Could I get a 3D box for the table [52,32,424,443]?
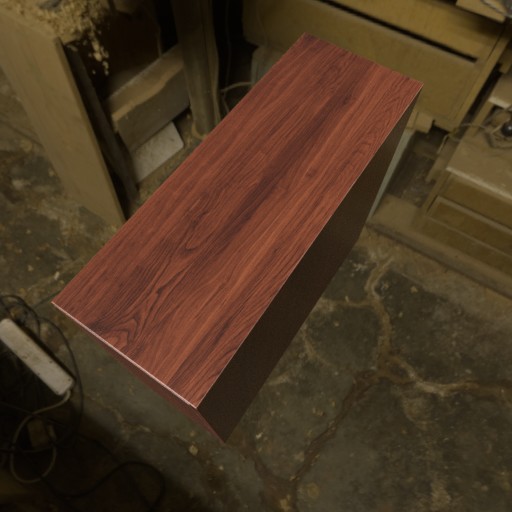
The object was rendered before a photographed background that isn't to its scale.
[{"bbox_3d":[0.000,0.000,1.325,0.380,0.790,0.930,31,67,15],"label":"table"}]
